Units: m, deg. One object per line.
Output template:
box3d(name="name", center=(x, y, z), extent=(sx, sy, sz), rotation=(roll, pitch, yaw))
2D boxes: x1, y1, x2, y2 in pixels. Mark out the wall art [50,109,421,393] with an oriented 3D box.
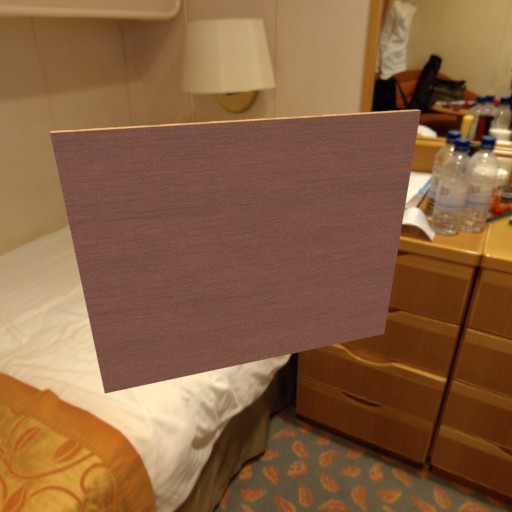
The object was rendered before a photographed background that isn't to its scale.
box3d(name="wall art", center=(0.000, 0.000, 0.683), extent=(0.508, 0.408, 0.010), rotation=(-8, 29, -16))
